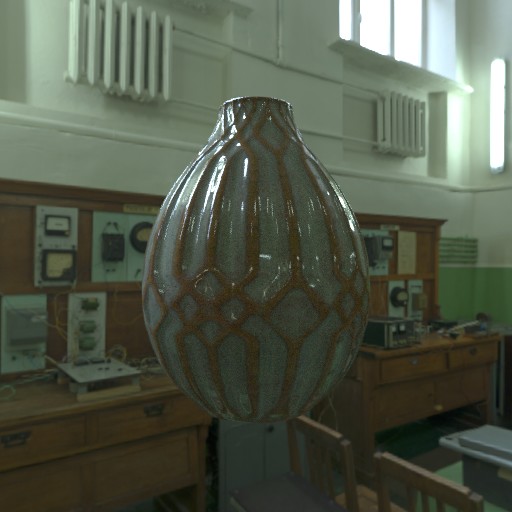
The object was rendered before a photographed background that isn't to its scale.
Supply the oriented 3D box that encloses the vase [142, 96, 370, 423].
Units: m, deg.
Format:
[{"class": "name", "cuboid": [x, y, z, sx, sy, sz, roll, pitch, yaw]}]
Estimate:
[{"class": "vase", "cuboid": [0.000, 0.000, 0.263, 0.131, 0.175, 0.131, 0, 0, 0]}]
